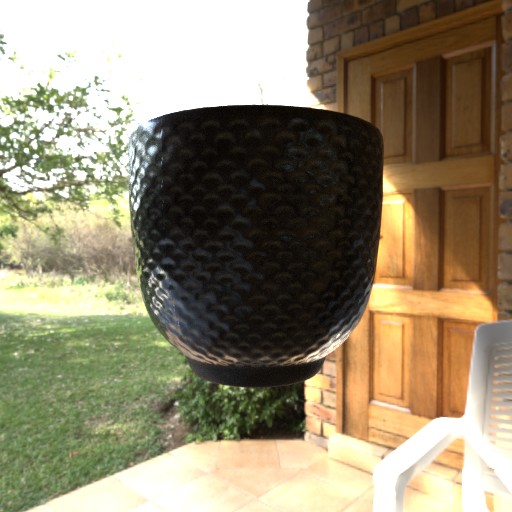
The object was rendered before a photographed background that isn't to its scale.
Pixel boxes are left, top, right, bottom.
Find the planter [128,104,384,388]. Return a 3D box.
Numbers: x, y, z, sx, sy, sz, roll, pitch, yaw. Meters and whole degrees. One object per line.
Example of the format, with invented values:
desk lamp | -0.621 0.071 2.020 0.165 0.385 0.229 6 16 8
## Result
planter | 0.000 0.000 0.312 0.172 0.160 0.172 0 1 0
